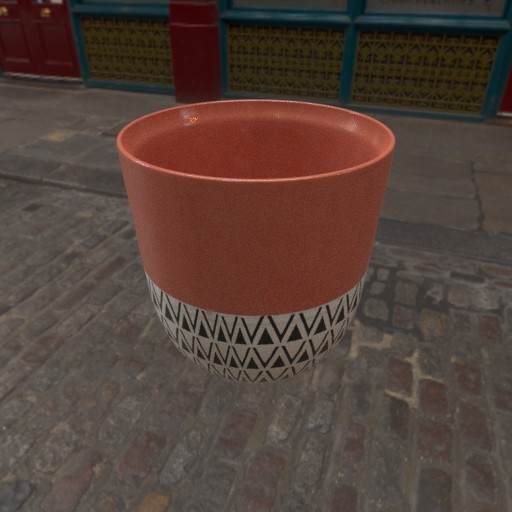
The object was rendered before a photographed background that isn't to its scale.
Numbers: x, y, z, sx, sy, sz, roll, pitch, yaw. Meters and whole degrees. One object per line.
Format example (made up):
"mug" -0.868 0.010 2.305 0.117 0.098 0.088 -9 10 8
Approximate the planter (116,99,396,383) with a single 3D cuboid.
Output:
"planter" 0.000 0.000 0.375 0.195 0.214 0.195 0 32 0
